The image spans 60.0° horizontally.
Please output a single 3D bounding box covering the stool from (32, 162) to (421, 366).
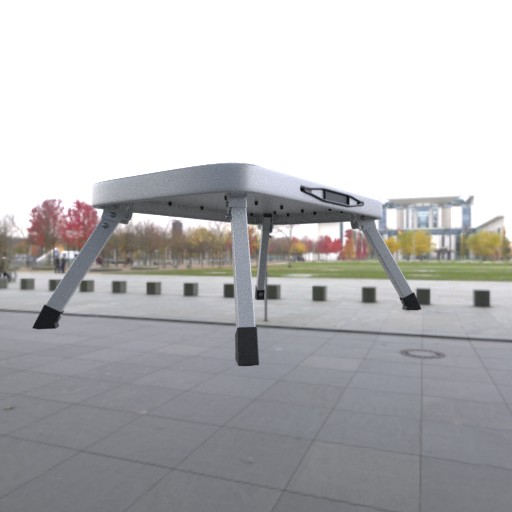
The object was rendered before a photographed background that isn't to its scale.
[{"bbox_3d":[0.000,0.000,0.606,0.320,0.170,0.460,0,0,36],"label":"stool"}]
